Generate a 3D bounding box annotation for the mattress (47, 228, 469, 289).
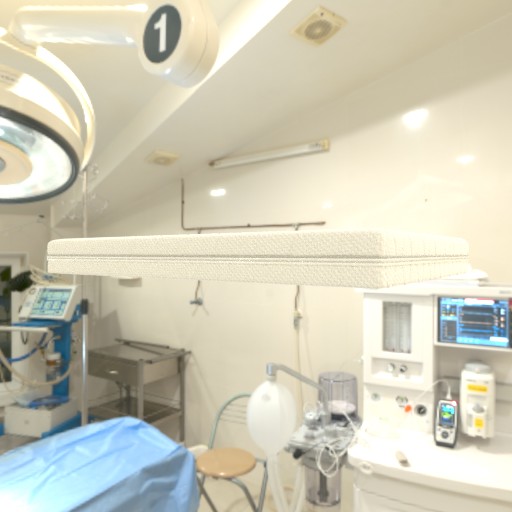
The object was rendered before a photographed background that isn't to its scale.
[{"bbox_3d":[0.000,0.000,2.552,2.000,0.200,1.400,0,0,36],"label":"mattress"}]
